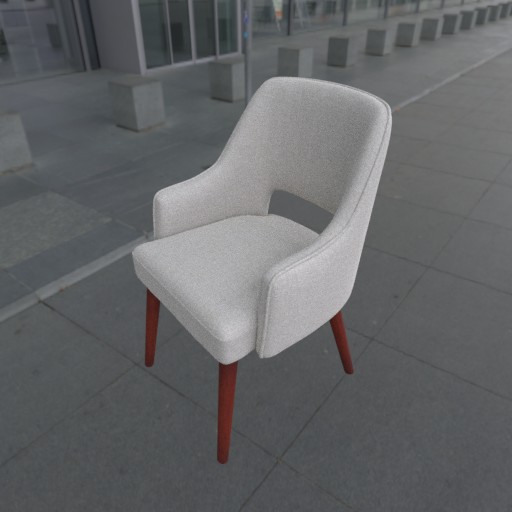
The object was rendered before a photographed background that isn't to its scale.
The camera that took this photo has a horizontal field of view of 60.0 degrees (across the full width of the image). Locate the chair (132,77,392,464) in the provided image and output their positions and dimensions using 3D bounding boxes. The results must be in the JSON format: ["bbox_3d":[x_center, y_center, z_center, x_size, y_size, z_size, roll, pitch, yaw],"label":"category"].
[{"bbox_3d":[0.000,0.000,1.224,0.580,0.840,0.560,-23,39,-31],"label":"chair"}]
